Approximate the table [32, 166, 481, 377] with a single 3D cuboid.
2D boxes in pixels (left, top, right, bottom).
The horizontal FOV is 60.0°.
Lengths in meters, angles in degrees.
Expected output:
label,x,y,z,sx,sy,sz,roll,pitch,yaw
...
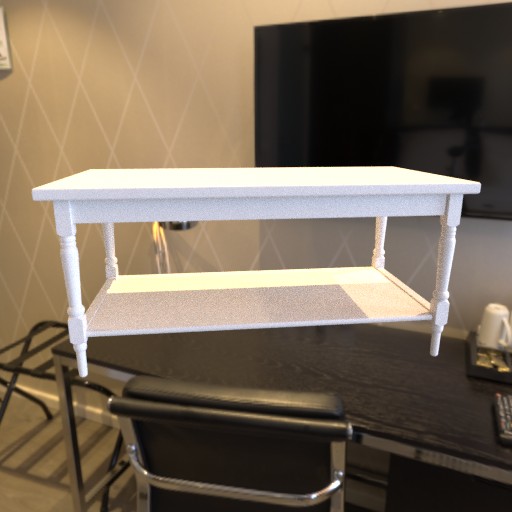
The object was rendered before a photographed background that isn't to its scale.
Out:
label,x,y,z,sx,sy,sz,roll,pitch,yaw
table,0.000,0.000,1.413,1.107,0.510,0.550,-2,16,-6
